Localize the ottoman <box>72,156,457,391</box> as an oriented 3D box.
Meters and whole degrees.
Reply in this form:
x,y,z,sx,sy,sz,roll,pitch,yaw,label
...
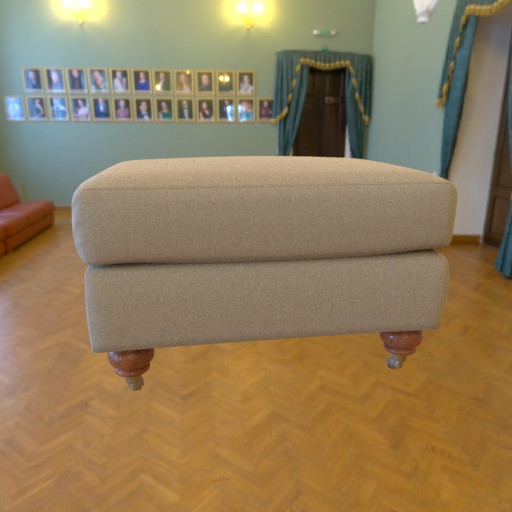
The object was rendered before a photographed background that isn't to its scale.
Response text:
x,y,z,sx,sy,sz,roll,pitch,yaw,label
0.000,0.000,1.143,0.773,0.497,0.574,-2,16,-8,ottoman
